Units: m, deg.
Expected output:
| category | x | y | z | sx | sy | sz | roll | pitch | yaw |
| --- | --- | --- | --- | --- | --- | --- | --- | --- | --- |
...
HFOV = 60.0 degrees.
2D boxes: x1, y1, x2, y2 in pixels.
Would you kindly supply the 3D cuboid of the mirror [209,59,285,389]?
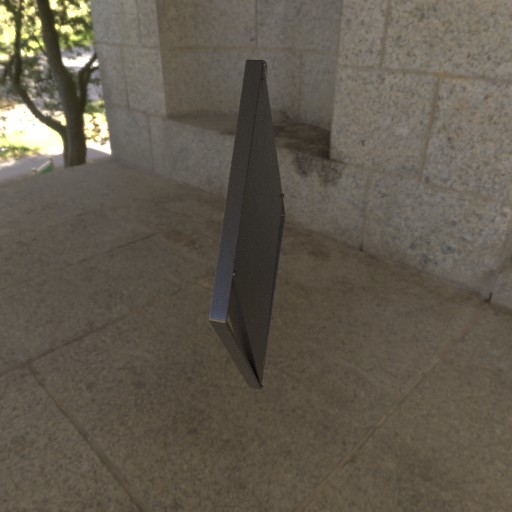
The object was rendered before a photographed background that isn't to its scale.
| category | x | y | z | sx | sy | sz | roll | pitch | yaw |
| --- | --- | --- | --- | --- | --- | --- | --- | --- | --- |
| mirror | 0.000 | 0.000 | 0.836 | 0.032 | 0.679 | 0.419 | 8 | 29 | 14 |
